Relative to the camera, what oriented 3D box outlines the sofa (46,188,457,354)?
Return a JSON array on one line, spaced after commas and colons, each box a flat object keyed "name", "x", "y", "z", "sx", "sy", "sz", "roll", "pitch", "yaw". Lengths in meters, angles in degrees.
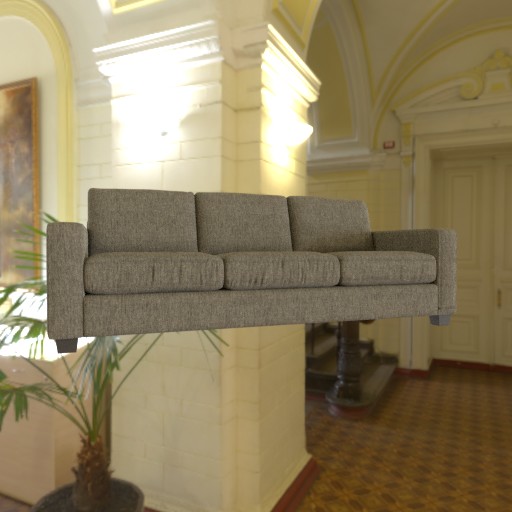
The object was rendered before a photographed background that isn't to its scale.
[{"name": "sofa", "x": 0.000, "y": 0.000, "z": 2.607, "sx": 2.160, "sy": 0.800, "sz": 0.900, "roll": 0, "pitch": 1, "yaw": -19}]
